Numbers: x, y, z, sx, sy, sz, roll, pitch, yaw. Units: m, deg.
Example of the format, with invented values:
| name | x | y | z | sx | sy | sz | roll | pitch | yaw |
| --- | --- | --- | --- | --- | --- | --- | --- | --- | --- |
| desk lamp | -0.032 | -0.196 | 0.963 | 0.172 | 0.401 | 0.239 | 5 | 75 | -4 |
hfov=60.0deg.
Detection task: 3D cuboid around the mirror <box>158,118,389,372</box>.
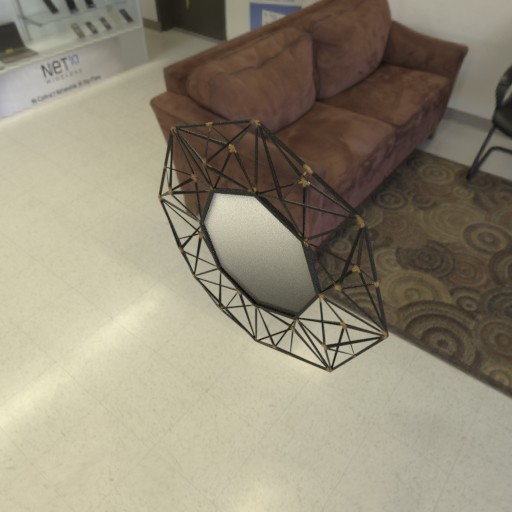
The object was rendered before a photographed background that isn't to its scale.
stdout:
| name | x | y | z | sx | sy | sz | roll | pitch | yaw |
| --- | --- | --- | --- | --- | --- | --- | --- | --- | --- |
| mirror | 0.000 | 0.000 | 1.064 | 0.710 | 0.710 | 0.094 | 31 | 53 | 28 |
